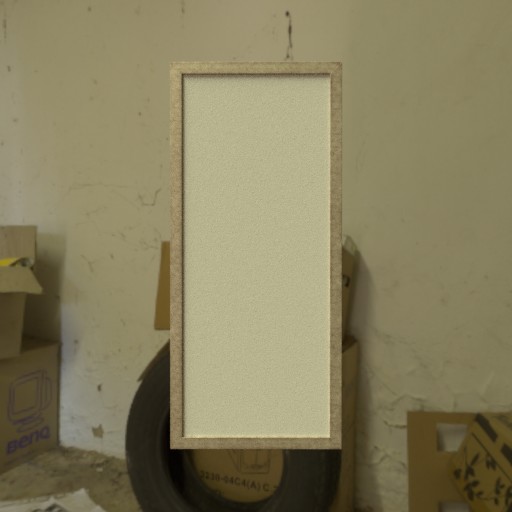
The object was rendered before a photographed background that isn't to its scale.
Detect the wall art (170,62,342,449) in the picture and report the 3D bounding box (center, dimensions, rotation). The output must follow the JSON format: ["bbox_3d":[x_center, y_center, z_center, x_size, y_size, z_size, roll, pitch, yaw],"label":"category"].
[{"bbox_3d":[0.000,0.000,1.696,0.648,1.461,0.051,0,0,0],"label":"wall art"}]
